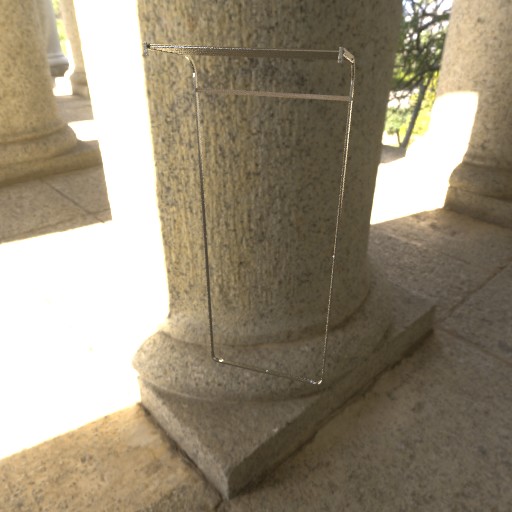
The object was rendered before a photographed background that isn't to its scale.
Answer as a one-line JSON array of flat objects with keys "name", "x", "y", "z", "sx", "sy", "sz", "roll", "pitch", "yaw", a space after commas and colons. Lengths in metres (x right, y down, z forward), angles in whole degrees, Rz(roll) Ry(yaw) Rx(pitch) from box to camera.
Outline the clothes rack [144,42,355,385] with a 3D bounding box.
[{"name": "clothes rack", "x": 0.000, "y": 0.000, "z": 1.794, "sx": 0.609, "sy": 1.574, "sz": 0.349, "roll": 9, "pitch": 31, "yaw": 16}]
